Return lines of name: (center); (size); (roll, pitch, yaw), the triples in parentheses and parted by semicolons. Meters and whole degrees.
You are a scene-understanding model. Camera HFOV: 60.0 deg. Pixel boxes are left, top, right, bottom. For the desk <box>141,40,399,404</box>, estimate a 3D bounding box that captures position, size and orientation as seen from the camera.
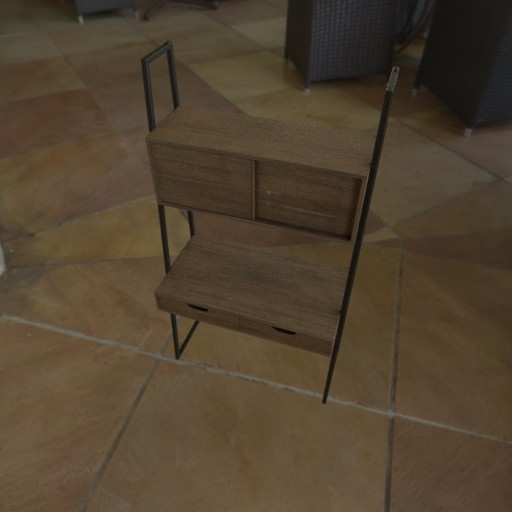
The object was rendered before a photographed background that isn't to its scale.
desk: (0.000, 0.000, 2.238); (0.982, 1.809, 0.515); (13, 44, 14)
